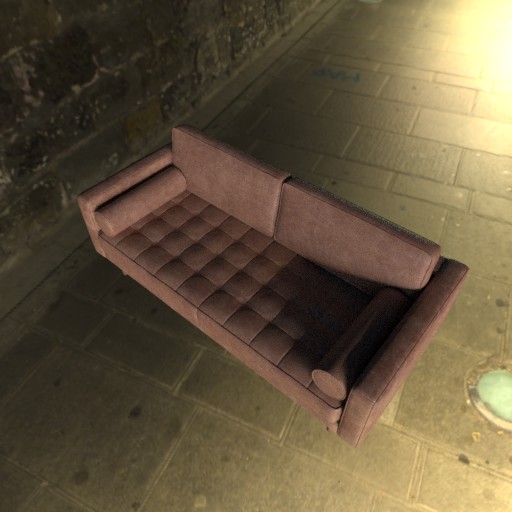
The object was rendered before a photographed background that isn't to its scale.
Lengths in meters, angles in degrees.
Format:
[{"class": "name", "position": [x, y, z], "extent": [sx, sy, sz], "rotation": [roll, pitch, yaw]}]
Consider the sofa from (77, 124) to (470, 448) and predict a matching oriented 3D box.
[{"class": "sofa", "position": [0.000, 0.000, 2.356], "extent": [1.870, 0.760, 0.910], "rotation": [31, 54, 27]}]
